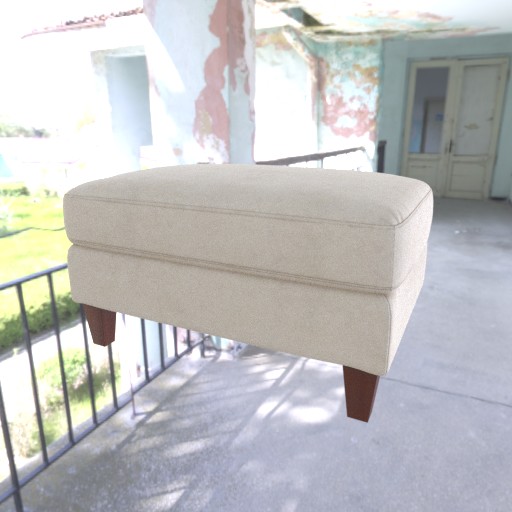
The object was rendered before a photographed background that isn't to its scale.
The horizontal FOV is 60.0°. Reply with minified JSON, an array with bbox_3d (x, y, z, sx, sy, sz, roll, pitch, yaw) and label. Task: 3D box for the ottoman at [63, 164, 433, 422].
[{"bbox_3d":[0.000,0.000,1.231,0.864,0.483,0.584,8,19,25],"label":"ottoman"}]
